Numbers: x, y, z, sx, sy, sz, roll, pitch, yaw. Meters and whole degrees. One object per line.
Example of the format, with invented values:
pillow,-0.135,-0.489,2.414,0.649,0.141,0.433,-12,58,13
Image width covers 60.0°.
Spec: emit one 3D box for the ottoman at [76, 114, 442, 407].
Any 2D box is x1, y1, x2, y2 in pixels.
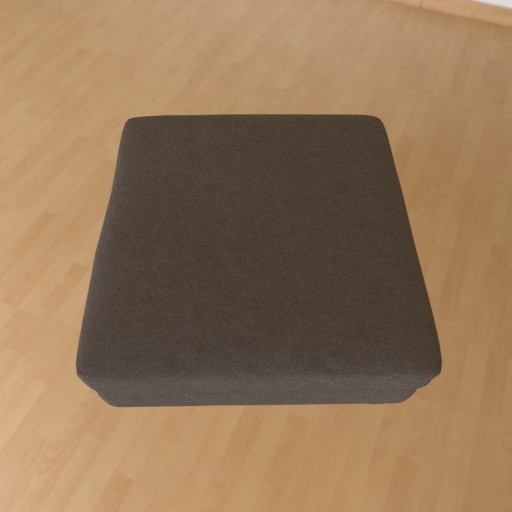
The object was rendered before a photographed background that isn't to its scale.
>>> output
ottoman,0.000,0.000,1.382,0.861,0.482,0.881,-1,58,0
